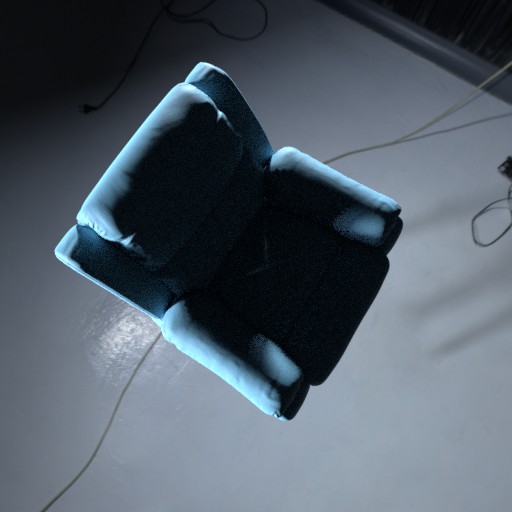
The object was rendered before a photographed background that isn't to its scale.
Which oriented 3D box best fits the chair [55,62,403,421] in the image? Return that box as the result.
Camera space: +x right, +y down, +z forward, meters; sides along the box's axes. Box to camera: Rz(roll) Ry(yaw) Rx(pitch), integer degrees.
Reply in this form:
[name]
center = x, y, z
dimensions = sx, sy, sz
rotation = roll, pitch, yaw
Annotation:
[chair]
center = 0.000, 0.000, 1.250
dimensions = 0.709, 0.702, 0.680
rotation = 31, 78, 8
